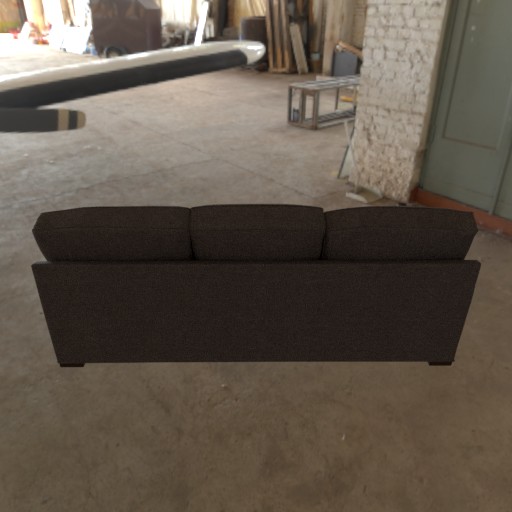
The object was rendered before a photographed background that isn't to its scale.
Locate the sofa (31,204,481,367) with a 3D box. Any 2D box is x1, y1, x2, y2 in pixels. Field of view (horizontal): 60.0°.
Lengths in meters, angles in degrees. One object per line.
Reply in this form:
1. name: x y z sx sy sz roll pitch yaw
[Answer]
1. sofa: 0.000 0.000 2.839 2.369 0.978 1.004 0 29 0
